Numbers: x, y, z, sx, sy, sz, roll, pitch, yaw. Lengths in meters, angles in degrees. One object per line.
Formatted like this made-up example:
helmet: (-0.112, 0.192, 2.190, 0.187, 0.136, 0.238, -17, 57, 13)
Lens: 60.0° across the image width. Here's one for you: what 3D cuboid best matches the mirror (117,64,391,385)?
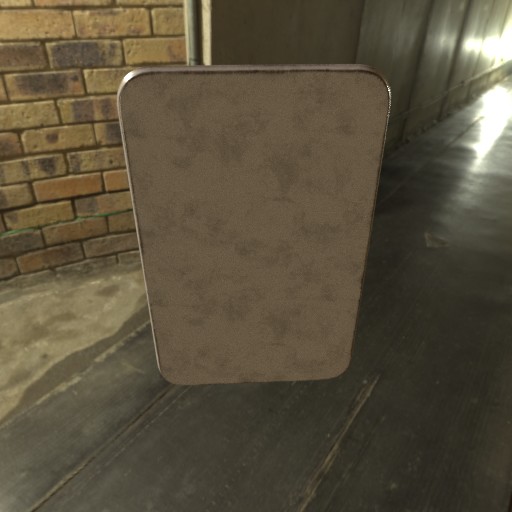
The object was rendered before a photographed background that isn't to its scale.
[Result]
mirror: (0.000, 0.000, 0.894, 0.461, 0.713, 0.024, -2, 31, -3)
